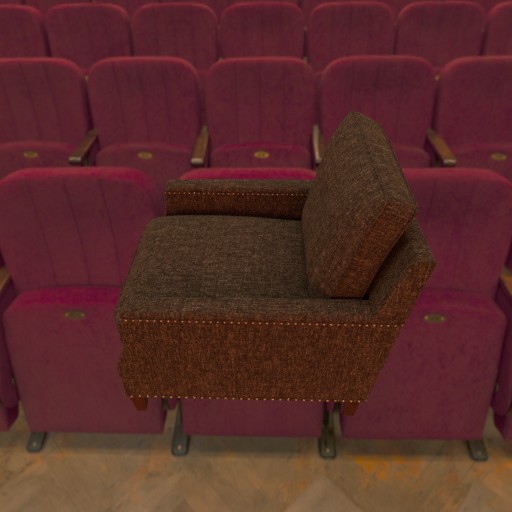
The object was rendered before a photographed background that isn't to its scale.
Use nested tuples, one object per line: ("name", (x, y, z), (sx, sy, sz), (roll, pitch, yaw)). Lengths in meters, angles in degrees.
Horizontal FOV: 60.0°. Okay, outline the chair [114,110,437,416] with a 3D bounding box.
("chair", (0.000, 0.000, 1.747), (1.014, 0.943, 0.853), (1, 39, 1))
